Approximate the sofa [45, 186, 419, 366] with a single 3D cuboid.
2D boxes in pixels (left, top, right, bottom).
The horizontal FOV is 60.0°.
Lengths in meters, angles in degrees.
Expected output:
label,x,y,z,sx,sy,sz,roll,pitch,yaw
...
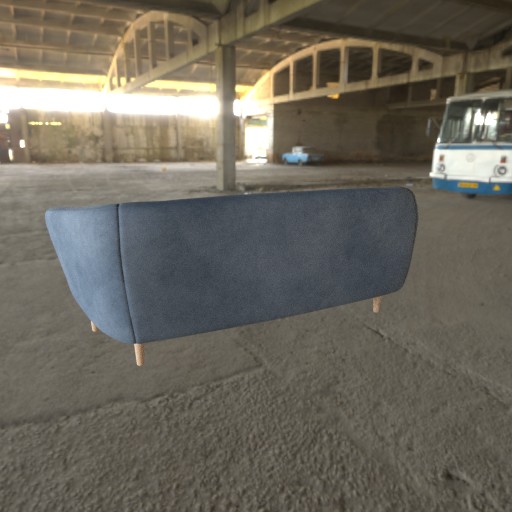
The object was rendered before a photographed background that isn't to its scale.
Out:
label,x,y,z,sx,sy,sz,roll,pitch,yaw
sofa,0.000,0.000,2.527,2.095,0.795,0.849,-7,16,-27
